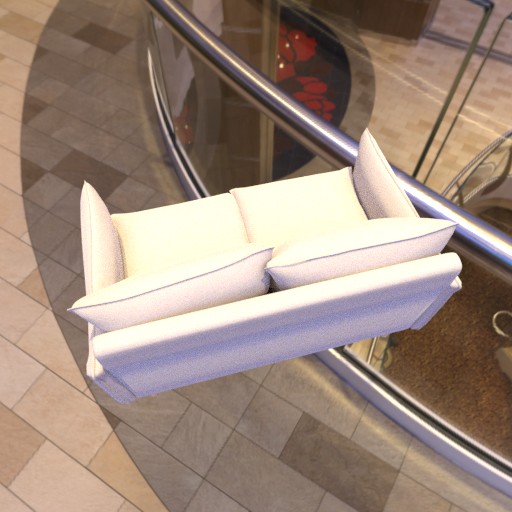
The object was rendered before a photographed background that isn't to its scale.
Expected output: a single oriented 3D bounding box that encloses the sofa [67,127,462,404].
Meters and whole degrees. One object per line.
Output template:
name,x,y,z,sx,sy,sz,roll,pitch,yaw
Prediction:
sofa,0.000,0.000,1.798,1.300,0.840,0.820,-12,59,-8
